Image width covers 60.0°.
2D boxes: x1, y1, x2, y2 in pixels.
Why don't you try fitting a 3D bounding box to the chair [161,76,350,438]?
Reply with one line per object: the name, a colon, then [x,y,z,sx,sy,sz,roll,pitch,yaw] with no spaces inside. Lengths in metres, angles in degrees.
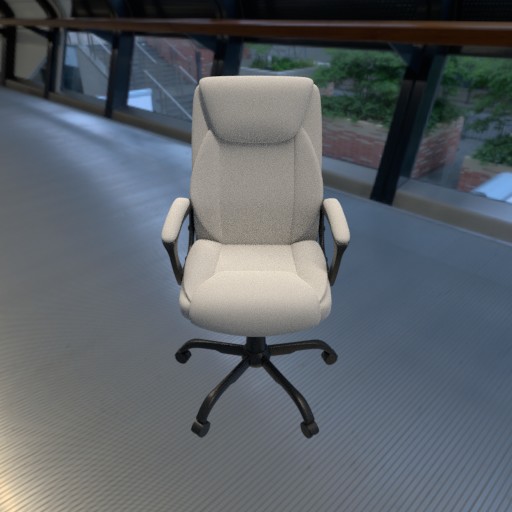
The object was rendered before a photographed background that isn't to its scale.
chair: [0.000,0.000,1.498,0.663,1.065,0.669,0,30,1]
